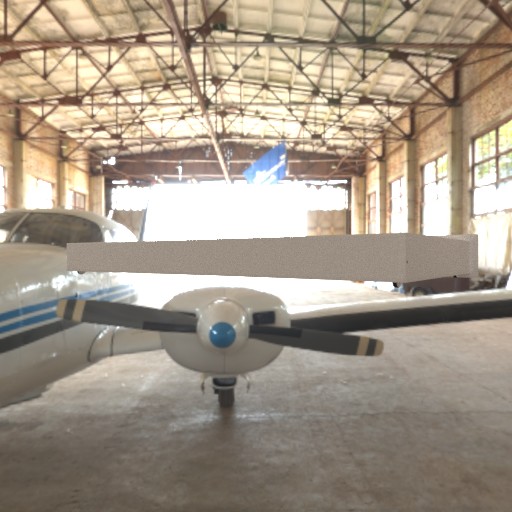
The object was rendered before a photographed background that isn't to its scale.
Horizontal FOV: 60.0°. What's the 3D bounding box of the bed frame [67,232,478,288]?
[{"bbox_3d":[0.000,0.000,1.553,1.300,0.141,0.670,0,0,36],"label":"bed frame"}]
